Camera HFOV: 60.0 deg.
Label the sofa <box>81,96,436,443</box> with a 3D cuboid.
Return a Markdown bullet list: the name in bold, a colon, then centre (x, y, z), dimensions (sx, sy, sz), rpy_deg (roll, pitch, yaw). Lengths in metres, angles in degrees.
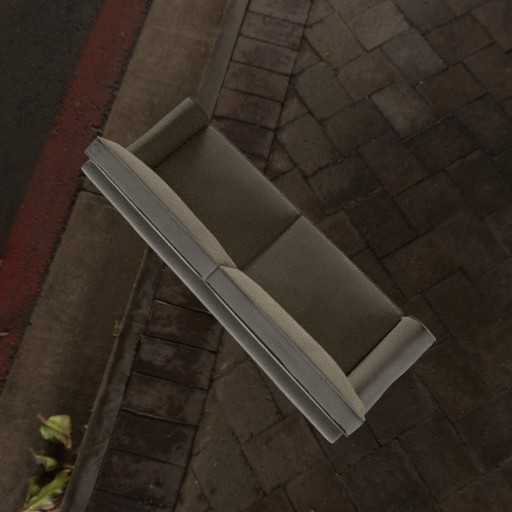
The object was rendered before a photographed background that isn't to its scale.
- **sofa**: centre (0.000, 0.000, 2.819), dimensions (0.900, 1.014, 2.246), rpy_deg (-42, 80, -10)
